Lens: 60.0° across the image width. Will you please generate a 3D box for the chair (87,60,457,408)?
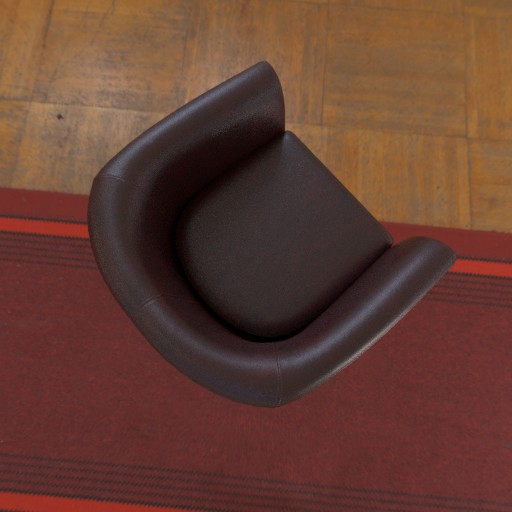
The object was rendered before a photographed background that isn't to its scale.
[{"bbox_3d":[0.000,0.000,1.379,0.727,0.756,0.792,-39,79,-9],"label":"chair"}]
